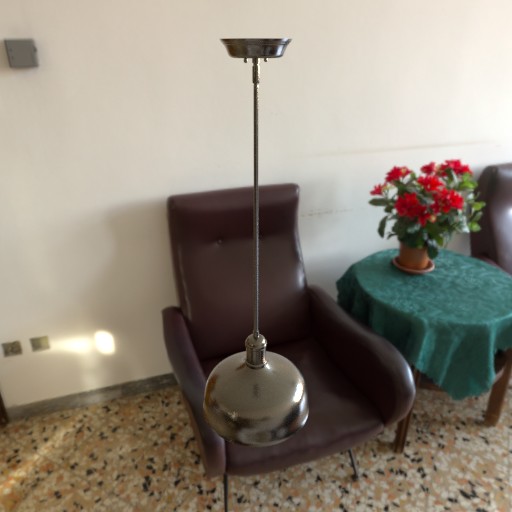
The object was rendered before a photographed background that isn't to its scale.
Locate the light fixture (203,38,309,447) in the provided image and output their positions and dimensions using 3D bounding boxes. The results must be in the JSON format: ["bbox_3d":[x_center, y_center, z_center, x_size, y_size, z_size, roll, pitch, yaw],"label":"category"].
[{"bbox_3d":[0.000,0.000,1.063,0.299,0.935,0.299,17,30,32],"label":"light fixture"}]
